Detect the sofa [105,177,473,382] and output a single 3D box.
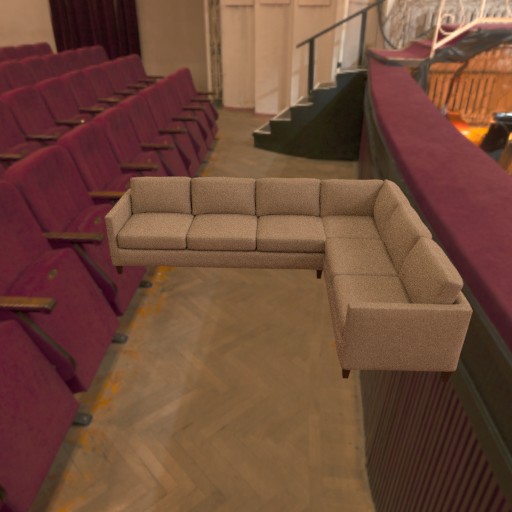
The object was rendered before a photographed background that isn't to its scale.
[{"bbox_3d":[0.000,0.000,4.498,3.333,0.934,2.522,1,29,2],"label":"sofa"}]
